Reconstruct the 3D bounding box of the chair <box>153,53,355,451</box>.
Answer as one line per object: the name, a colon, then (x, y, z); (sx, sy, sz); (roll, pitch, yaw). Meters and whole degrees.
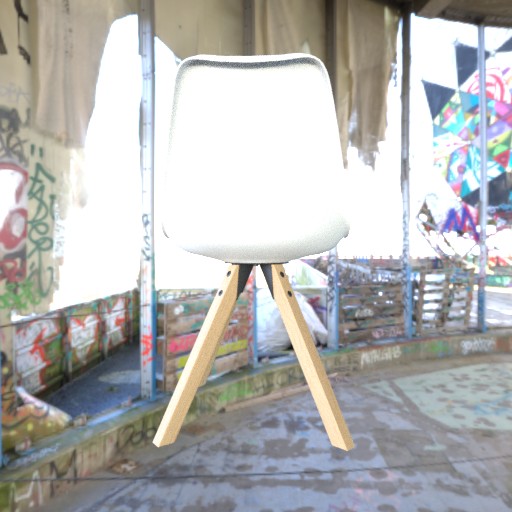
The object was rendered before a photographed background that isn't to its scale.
chair: (0.000, 0.000, 1.182); (0.485, 0.850, 0.550); (0, 1, 3)
